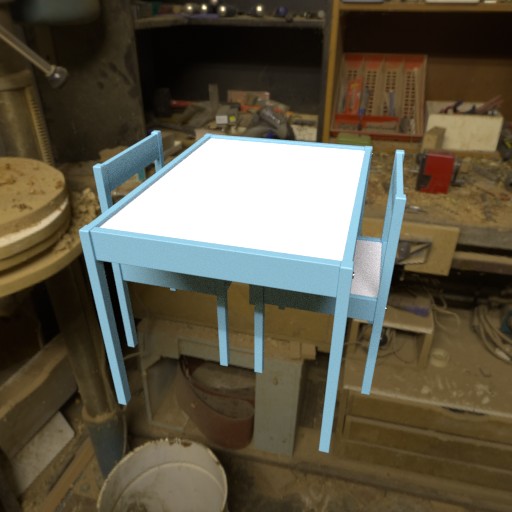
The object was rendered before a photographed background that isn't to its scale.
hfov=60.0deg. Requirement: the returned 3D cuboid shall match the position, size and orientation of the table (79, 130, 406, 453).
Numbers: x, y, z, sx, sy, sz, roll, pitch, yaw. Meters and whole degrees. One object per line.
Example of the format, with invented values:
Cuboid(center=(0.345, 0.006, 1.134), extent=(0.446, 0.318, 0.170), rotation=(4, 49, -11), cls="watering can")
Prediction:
Cuboid(center=(0.000, 0.000, 1.101), extent=(0.633, 0.503, 0.639), rotation=(8, 32, 13), cls="table")
